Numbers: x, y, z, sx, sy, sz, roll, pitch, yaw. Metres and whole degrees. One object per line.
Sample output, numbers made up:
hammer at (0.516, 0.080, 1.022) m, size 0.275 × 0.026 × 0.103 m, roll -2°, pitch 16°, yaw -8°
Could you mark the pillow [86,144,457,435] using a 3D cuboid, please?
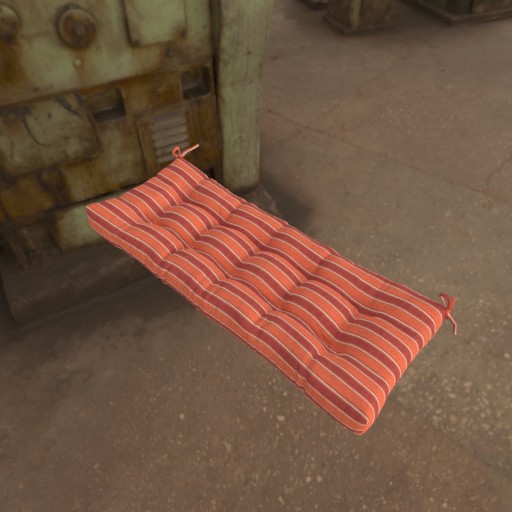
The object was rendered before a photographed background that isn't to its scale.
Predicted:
pillow at (0.000, 0.000, 1.396) m, size 1.194 × 0.174 × 0.511 m, roll 33°, pitch 55°, yaw 27°
